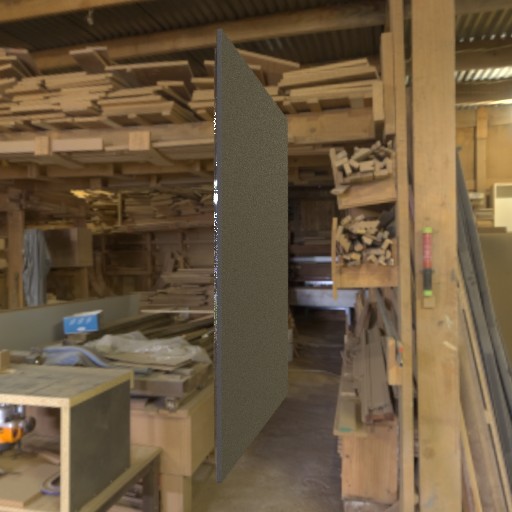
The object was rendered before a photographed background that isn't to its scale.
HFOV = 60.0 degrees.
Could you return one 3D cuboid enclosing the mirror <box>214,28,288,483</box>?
[{"bbox_3d":[0.000,0.000,1.190,0.039,0.914,0.613,0,0,17],"label":"mirror"}]
